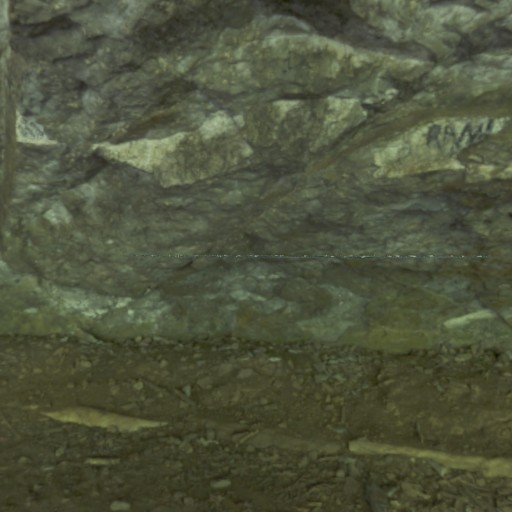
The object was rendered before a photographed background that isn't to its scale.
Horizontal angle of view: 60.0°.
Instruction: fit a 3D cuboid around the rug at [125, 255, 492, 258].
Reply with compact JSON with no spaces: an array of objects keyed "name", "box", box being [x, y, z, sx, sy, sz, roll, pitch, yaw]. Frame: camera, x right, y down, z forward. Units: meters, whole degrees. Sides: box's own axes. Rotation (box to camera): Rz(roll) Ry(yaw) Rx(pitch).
[{"name":"rug","box":[0.000,0.000,2.713,0.807,0.010,2.476,0,0,-36]}]
